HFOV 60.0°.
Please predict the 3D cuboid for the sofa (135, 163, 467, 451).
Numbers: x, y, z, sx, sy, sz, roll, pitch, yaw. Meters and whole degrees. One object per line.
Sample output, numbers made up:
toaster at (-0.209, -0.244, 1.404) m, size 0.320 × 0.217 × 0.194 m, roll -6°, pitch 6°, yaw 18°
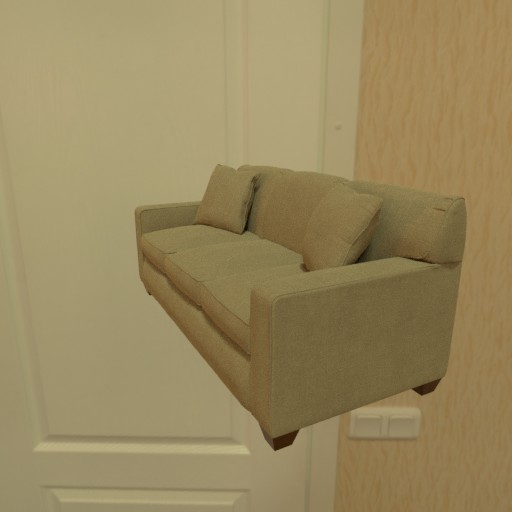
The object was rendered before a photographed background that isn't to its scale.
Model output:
sofa at (0.000, 0.000, 2.580) m, size 0.997 × 0.958 × 2.024 m, roll -8°, pitch 18°, yaw -26°
